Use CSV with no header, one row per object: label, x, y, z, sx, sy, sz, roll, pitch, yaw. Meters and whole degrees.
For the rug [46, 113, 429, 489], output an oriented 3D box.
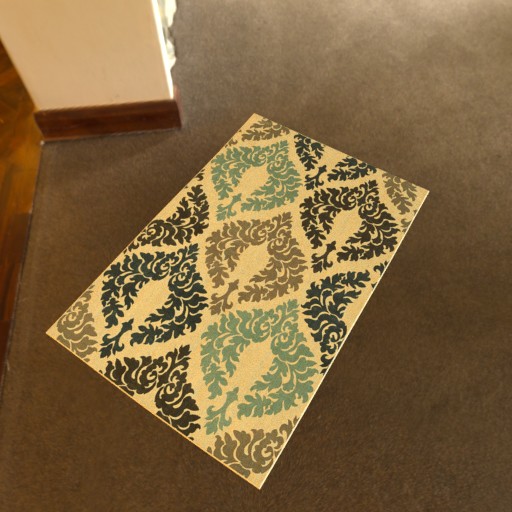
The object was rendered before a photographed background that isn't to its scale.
rug,0.000,0.000,2.907,1.514,0.014,2.275,29,63,16
